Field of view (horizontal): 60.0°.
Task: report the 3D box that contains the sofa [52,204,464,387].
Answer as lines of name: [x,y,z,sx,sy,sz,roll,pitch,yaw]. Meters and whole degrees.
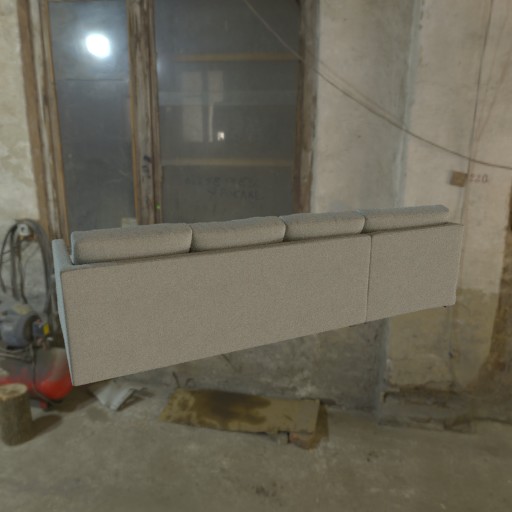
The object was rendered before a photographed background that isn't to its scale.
sofa: [0.000,0.000,3.855,3.205,0.922,1.650,-7,16,-25]
